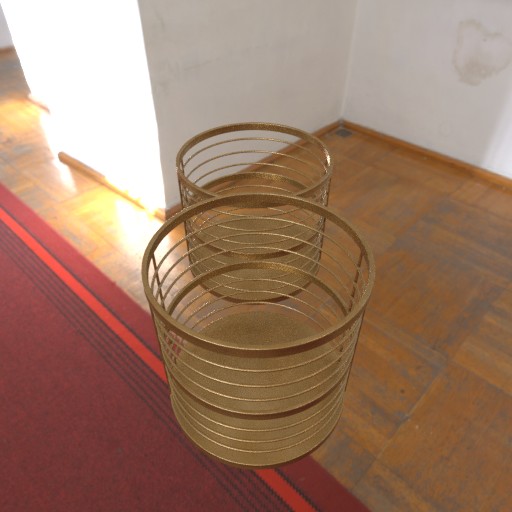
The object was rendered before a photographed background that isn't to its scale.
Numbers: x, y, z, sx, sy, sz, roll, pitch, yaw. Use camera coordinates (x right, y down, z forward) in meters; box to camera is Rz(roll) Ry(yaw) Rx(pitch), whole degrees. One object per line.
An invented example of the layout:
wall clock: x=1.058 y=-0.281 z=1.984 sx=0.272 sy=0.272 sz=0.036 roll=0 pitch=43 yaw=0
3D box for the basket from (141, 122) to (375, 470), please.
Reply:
basket: x=0.000 y=0.000 z=0.946 sx=0.356 sy=0.351 sz=0.746 roll=-1 pitch=42 yaw=-1
